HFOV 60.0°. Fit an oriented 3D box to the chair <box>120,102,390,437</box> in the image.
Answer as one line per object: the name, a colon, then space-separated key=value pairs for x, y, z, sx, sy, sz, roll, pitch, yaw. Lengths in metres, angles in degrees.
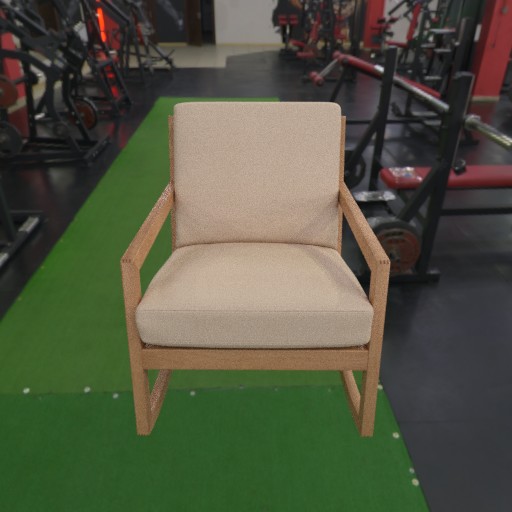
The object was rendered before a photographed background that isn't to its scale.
chair: x=0.000 y=0.000 z=1.384 sx=0.622 sy=0.790 sz=0.857 roll=0 pitch=31 yaw=0
